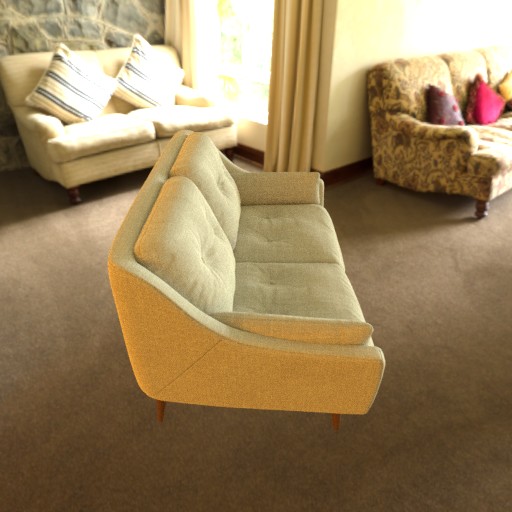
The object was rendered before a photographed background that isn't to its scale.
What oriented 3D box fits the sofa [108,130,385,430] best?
[{"bbox_3d":[0.000,0.000,2.206,0.965,0.888,1.652,0,31,0],"label":"sofa"}]
